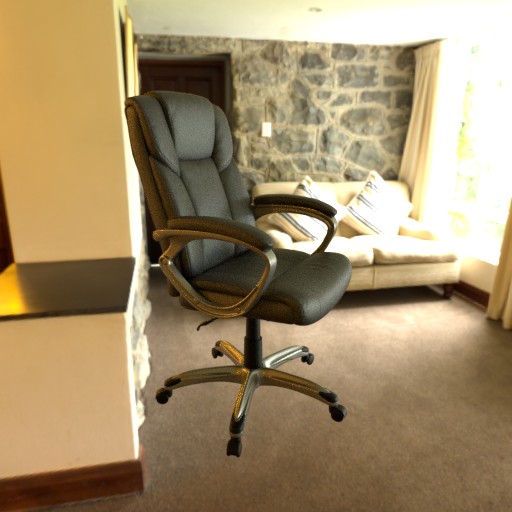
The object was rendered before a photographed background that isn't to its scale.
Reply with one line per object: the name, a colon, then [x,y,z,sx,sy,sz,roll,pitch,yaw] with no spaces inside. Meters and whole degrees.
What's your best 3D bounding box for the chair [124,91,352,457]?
chair: [0.000,0.000,1.590,0.719,1.130,0.721,8,17,27]
